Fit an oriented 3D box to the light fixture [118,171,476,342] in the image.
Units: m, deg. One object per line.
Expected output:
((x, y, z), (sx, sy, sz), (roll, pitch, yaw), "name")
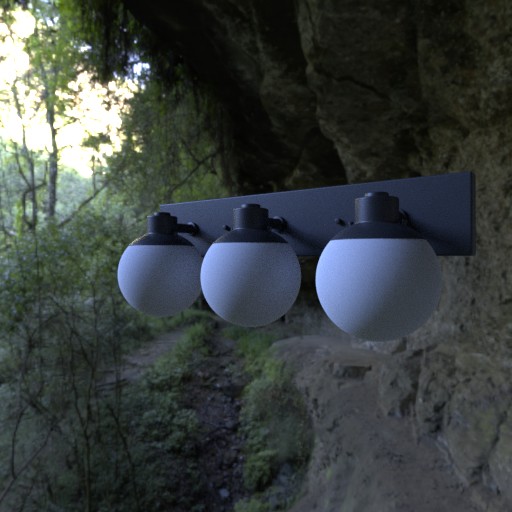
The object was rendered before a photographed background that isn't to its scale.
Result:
((0.000, 0.000, 0.841), (0.721, 0.263, 0.218), (0, -1, 36), "light fixture")
